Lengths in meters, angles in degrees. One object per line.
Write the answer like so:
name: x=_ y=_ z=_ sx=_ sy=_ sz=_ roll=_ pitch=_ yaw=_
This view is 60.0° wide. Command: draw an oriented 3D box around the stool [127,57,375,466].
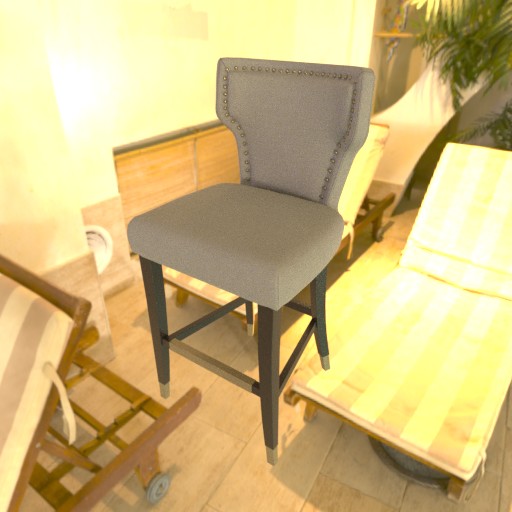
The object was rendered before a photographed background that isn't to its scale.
stool: x=0.000 y=0.000 z=1.386 sx=0.526 sy=1.092 sz=0.563 roll=19 pitch=35 yaw=30
